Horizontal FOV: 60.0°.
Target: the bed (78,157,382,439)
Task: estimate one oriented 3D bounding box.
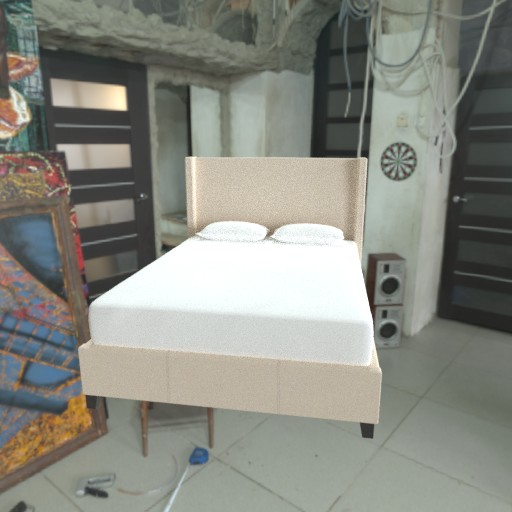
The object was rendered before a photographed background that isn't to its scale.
[{"bbox_3d":[0.000,0.000,3.519,1.778,1.471,2.293,2,14,9],"label":"bed"}]
